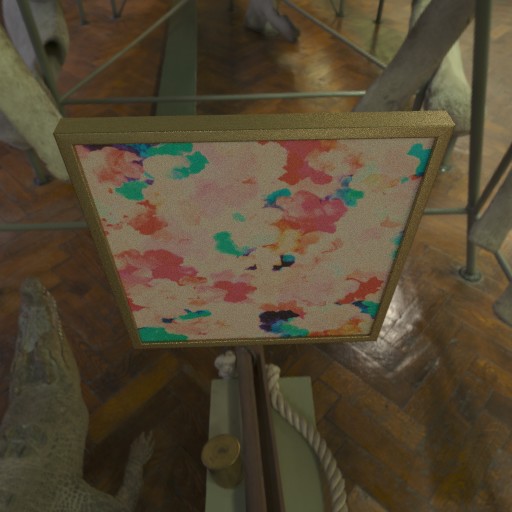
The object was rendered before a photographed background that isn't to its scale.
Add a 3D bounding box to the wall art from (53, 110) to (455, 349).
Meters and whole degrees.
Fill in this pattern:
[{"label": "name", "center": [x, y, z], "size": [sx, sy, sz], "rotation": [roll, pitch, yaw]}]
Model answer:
[{"label": "wall art", "center": [0.000, 0.000, 0.759], "size": [0.510, 0.509, 0.037], "rotation": [-2, 47, -1]}]
